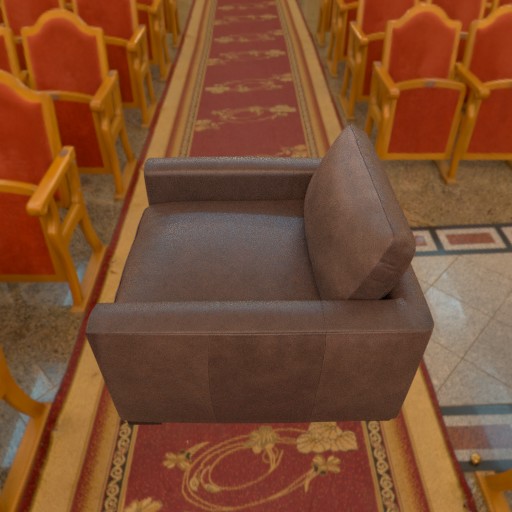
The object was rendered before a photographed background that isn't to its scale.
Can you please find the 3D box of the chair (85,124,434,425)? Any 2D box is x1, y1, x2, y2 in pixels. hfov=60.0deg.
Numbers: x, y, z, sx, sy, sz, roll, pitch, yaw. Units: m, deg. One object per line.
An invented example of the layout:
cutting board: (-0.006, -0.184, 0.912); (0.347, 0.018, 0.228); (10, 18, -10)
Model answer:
chair: (0.000, 0.000, 1.807); (1.069, 0.812, 1.100); (0, 41, 0)
